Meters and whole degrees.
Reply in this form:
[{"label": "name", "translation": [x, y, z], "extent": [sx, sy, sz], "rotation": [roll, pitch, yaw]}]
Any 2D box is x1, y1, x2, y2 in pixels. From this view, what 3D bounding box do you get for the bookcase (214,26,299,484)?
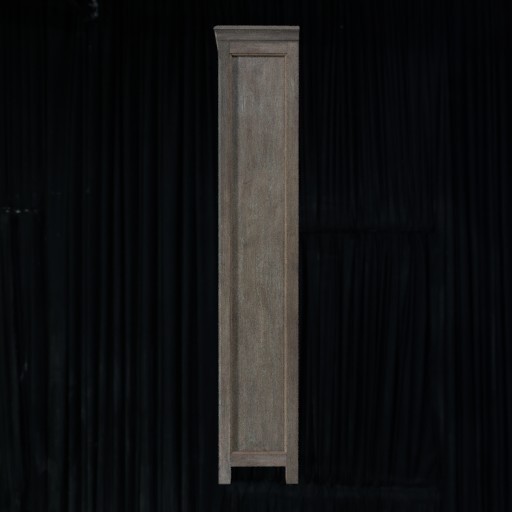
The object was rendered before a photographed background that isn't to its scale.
[{"label": "bookcase", "translation": [0.000, 0.000, 2.253], "extent": [0.348, 1.880, 0.906], "rotation": [0, 1, -1]}]
